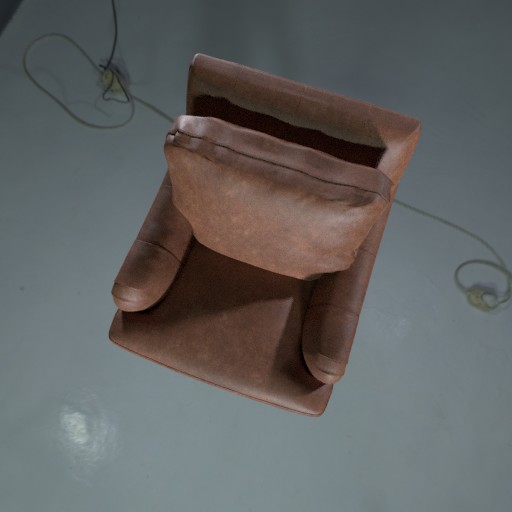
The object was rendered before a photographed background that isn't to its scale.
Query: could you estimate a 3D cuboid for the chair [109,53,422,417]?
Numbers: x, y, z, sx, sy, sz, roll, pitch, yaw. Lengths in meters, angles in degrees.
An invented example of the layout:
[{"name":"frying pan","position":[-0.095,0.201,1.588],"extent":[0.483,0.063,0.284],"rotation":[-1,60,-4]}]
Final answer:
[{"name":"chair","position":[0.000,0.000,1.950],"extent":[0.986,1.055,1.158],"rotation":[19,76,5]}]
